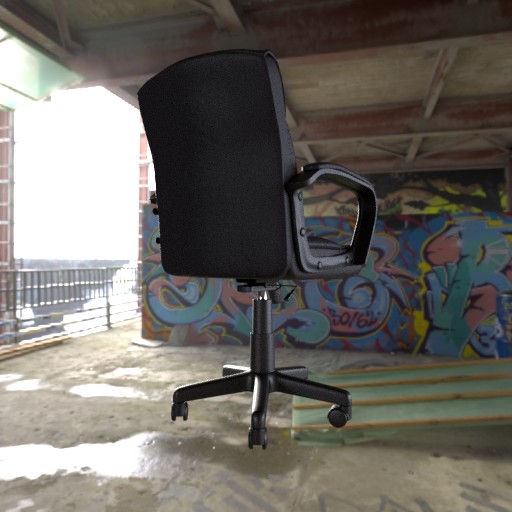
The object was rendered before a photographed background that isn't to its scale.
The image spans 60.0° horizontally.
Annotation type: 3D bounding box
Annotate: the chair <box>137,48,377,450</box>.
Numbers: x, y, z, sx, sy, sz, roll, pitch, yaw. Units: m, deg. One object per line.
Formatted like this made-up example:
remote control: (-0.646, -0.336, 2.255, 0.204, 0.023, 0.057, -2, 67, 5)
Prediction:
chair: (0.000, 0.000, 1.355, 0.576, 0.998, 0.641, 0, 0, 35)
